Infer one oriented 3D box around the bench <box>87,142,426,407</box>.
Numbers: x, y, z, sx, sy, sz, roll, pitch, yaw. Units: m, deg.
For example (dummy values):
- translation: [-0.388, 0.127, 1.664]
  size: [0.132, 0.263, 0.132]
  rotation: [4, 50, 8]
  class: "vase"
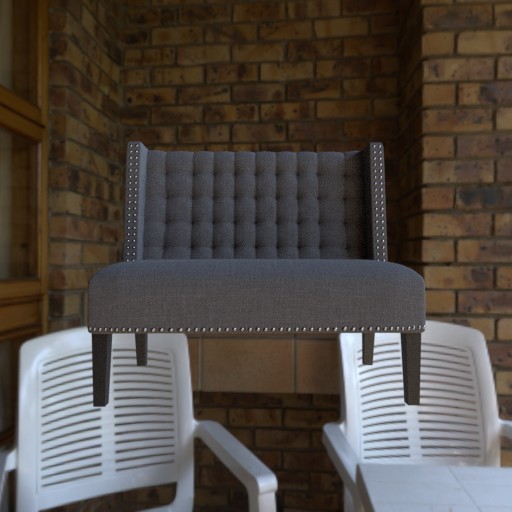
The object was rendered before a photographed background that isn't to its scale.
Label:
- translation: [0.000, 0.000, 2.018]
  size: [1.276, 1.121, 0.842]
  rotation: [0, -1, -1]
  class: "bench"
